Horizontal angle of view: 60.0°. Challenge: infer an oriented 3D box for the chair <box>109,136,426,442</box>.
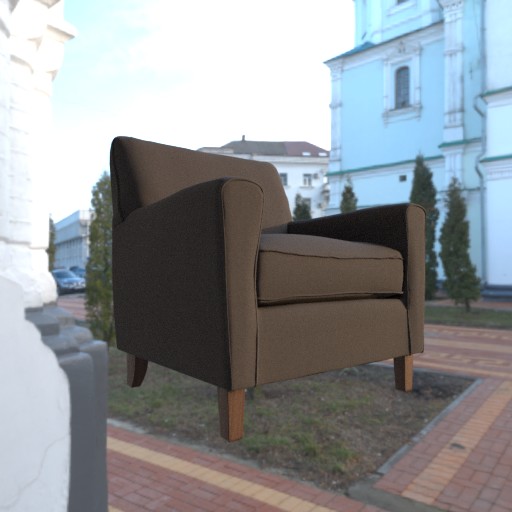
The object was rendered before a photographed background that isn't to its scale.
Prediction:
[{"bbox_3d":[0.000,0.000,1.579,0.836,0.911,0.831,1,-2,-37],"label":"chair"}]
